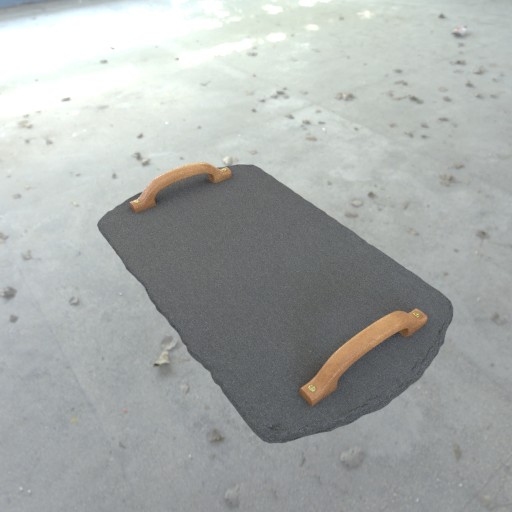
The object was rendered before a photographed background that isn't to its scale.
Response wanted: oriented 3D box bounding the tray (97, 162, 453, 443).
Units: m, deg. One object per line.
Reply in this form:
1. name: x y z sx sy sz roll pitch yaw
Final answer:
1. tray: 0.000 0.000 0.461 0.231 0.062 0.387 -26 48 -26
